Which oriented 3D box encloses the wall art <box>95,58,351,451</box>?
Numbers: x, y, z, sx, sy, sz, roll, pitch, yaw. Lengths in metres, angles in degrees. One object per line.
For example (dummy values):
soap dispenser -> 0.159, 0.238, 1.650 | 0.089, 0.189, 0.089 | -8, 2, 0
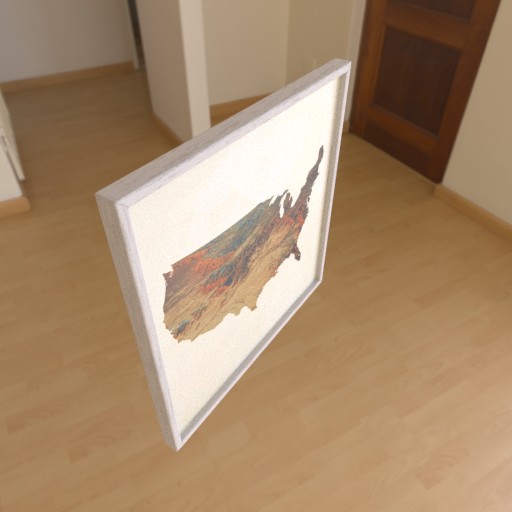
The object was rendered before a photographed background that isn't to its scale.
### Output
wall art -> 0.000, 0.000, 1.899 | 0.078, 1.288, 1.287 | 25, 47, 26
